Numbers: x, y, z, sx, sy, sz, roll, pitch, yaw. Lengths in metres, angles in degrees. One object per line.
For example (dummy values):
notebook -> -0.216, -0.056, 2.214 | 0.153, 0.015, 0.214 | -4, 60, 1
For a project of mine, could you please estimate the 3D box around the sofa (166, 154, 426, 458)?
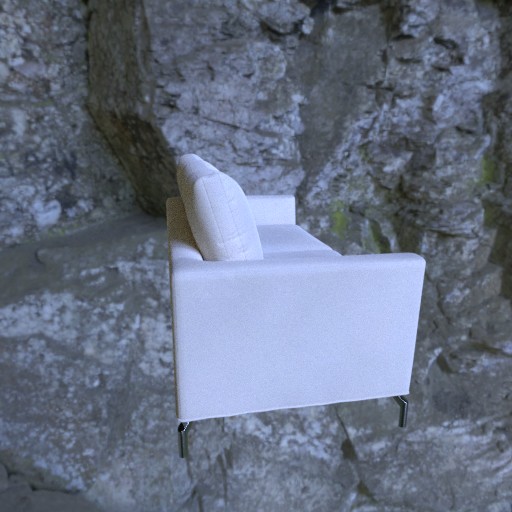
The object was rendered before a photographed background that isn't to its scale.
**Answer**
sofa -> 0.000, 0.000, 2.334 | 0.906, 0.995, 1.739 | -3, 16, -11
